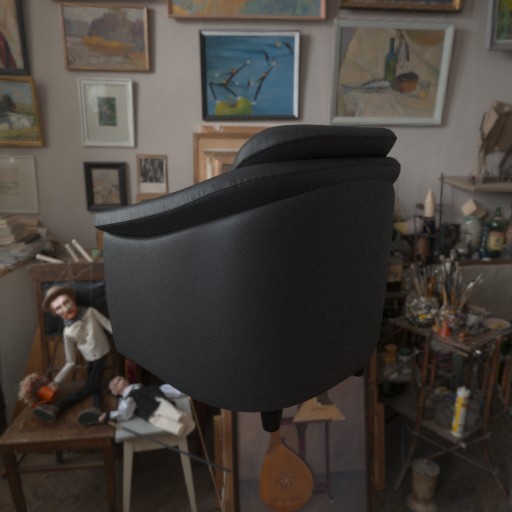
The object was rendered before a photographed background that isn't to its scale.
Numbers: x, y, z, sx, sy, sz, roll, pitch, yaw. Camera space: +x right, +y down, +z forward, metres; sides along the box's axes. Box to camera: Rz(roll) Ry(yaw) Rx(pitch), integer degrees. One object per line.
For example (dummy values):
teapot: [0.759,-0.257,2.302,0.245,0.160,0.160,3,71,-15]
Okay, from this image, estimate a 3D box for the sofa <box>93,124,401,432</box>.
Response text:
sofa: [0.000,0.000,1.474,0.870,0.811,0.794,-14,20,-43]
